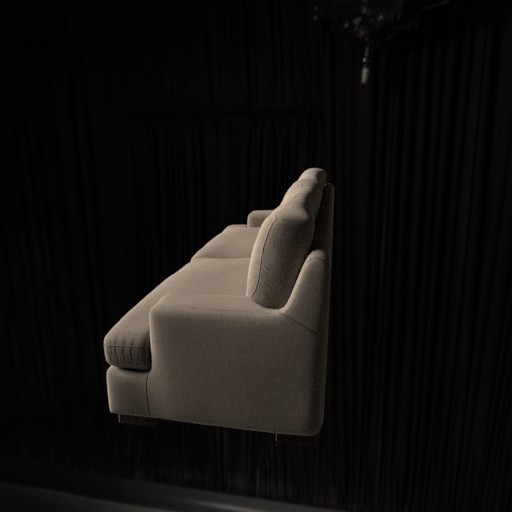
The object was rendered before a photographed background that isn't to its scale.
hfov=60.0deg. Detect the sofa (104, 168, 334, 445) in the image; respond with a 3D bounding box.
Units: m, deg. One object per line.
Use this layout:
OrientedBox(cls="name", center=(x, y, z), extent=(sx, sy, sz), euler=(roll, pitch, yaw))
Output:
OrientedBox(cls="sofa", center=(0.000, 0.000, 2.866), extent=(0.962, 0.980, 2.354), euler=(3, 16, 10))
